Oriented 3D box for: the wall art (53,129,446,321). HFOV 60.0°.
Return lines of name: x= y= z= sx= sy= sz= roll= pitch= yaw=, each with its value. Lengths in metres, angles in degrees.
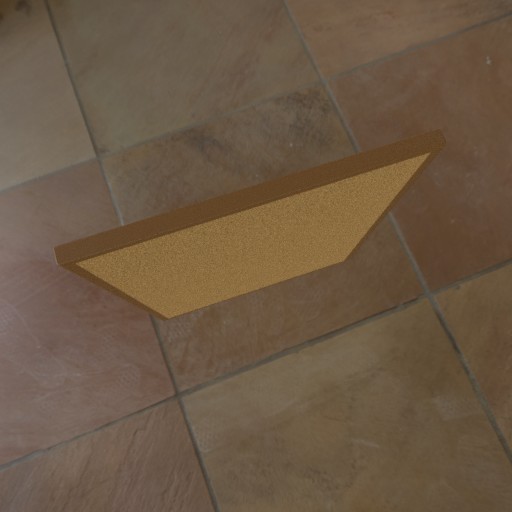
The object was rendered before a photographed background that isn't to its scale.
wall art: x=0.000 y=0.000 z=0.752 sx=0.449 sy=0.550 sz=0.021 roll=-18 pitch=76 yaw=-5
